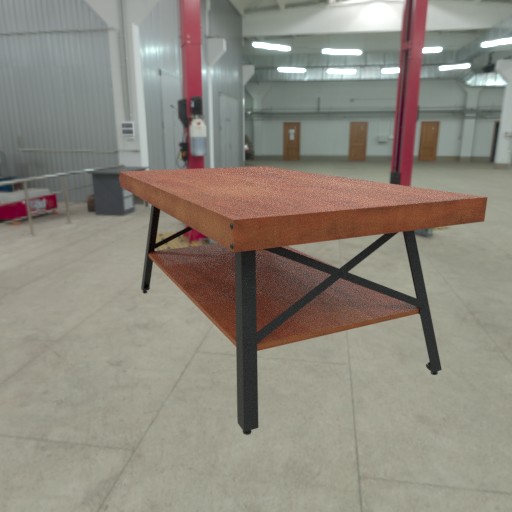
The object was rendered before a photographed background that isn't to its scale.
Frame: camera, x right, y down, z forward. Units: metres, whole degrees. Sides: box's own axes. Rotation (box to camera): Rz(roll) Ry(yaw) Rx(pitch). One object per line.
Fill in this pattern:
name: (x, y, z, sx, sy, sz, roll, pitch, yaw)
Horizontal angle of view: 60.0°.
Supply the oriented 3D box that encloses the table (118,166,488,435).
table: (0.000, 0.000, 1.364, 0.610, 0.457, 1.067, -7, 17, -25)
